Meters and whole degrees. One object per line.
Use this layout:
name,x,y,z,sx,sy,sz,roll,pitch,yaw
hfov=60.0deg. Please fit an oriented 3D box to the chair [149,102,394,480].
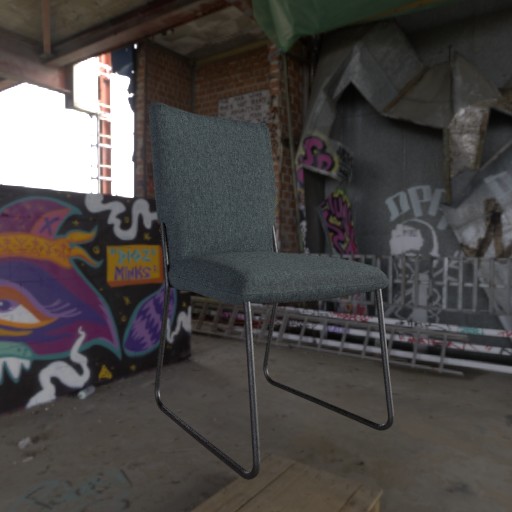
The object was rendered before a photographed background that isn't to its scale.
chair,0.000,0.000,1.276,0.480,0.931,0.635,-1,2,-35
